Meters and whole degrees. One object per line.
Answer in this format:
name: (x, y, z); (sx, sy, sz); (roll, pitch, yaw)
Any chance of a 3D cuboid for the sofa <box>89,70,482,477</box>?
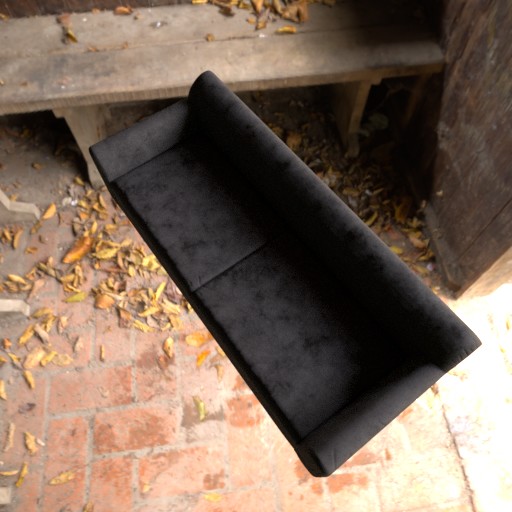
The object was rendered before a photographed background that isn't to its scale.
sofa: (0.000, 0.000, 2.537); (0.900, 0.740, 2.190); (-33, 67, -16)
